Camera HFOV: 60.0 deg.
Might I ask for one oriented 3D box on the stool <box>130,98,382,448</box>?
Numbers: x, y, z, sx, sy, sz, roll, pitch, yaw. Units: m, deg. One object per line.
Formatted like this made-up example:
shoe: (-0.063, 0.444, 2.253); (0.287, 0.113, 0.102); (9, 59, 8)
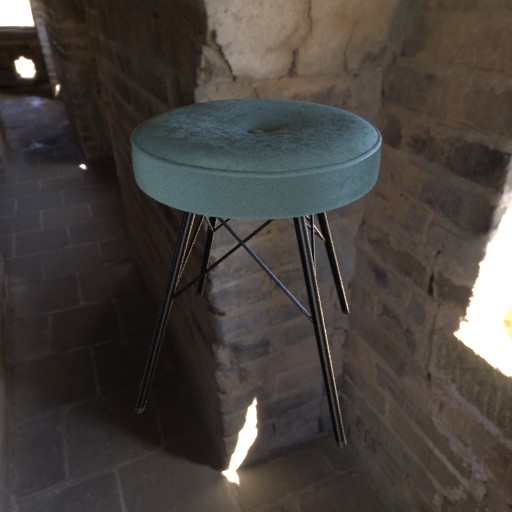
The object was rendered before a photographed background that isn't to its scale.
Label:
stool: (0.000, 0.000, 0.857); (0.458, 0.519, 0.457); (10, 33, 17)
